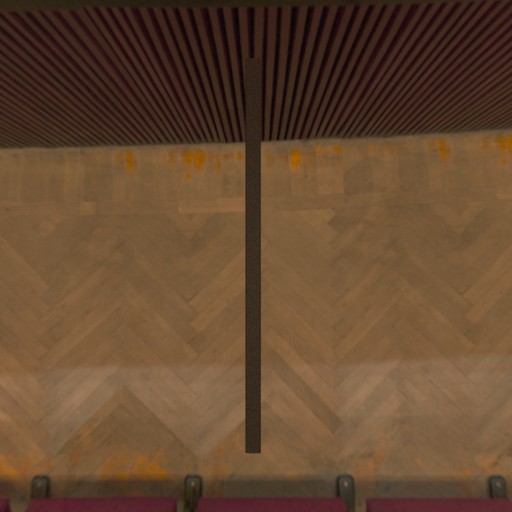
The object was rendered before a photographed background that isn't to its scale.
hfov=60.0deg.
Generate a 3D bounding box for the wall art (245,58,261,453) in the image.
[{"bbox_3d":[0.000,0.000,1.382,0.030,1.027,0.774,0,90,1],"label":"wall art"}]
